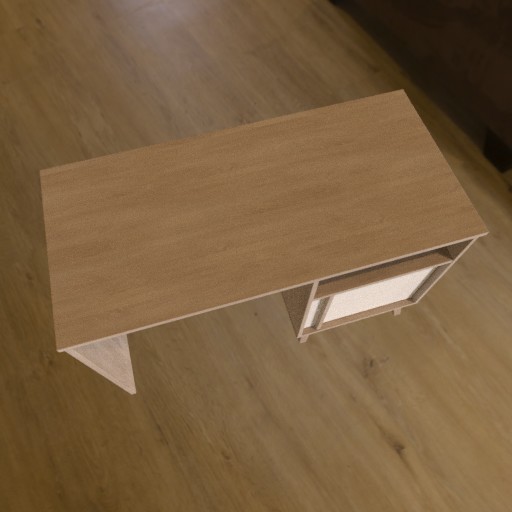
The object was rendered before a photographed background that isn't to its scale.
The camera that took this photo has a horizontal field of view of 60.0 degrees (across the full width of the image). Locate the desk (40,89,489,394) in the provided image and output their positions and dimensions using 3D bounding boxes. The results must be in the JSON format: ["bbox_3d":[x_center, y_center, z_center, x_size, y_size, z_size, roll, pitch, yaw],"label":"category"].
[{"bbox_3d":[0.000,0.000,1.696,1.251,0.770,0.600,-15,65,-7],"label":"desk"}]
